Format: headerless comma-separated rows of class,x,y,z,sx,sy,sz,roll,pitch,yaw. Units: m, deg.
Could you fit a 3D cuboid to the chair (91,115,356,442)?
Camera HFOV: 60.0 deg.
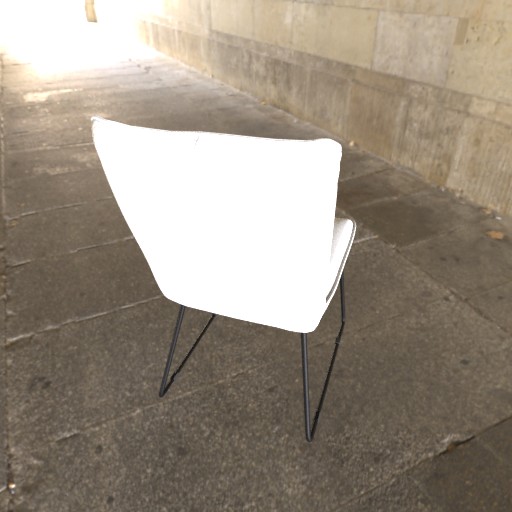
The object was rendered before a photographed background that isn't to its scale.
chair,0.000,0.000,1.302,0.515,0.930,0.688,11,34,16
